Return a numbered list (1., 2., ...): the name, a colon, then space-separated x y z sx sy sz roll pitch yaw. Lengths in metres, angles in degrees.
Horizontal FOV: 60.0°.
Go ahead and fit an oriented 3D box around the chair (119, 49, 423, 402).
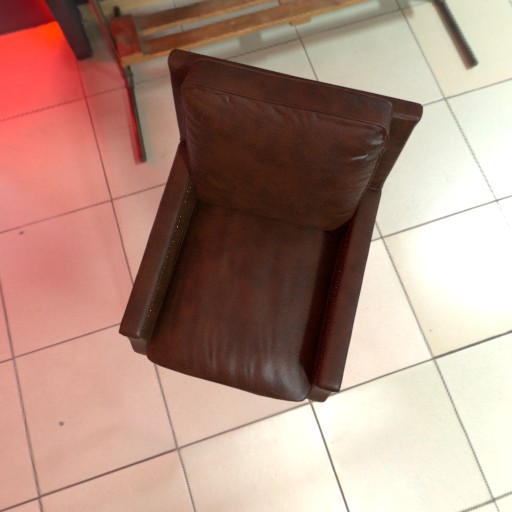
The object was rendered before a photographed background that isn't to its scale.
1. chair: 0.000 0.000 1.758 0.854 1.054 1.035 14 76 4
